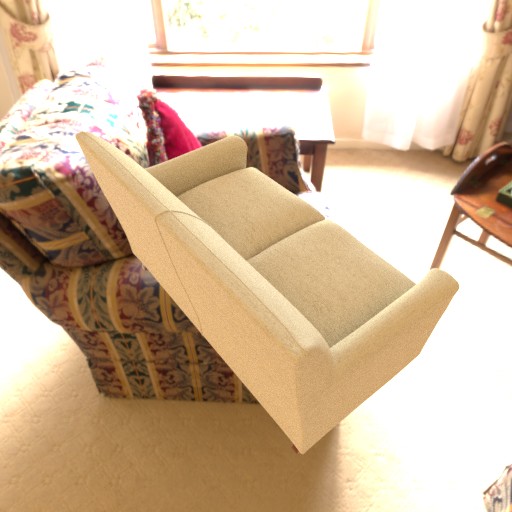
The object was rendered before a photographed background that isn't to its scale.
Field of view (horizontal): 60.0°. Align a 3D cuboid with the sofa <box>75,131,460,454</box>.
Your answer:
[{"bbox_3d":[0.000,0.000,2.010,0.891,0.892,1.482,-28,50,-26],"label":"sofa"}]
